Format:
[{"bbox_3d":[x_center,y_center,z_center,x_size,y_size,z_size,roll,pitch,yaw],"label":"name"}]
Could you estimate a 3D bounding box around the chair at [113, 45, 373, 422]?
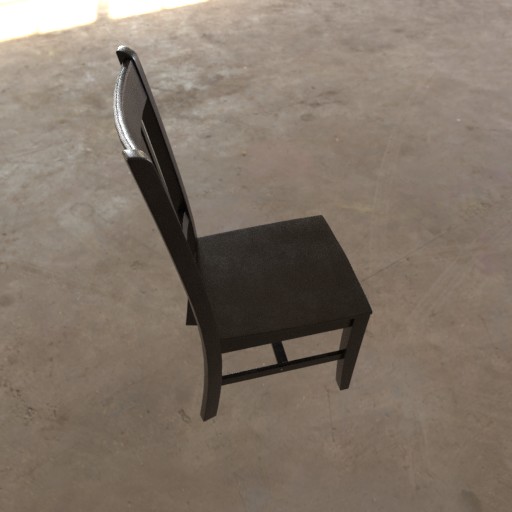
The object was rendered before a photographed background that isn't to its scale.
[{"bbox_3d":[0.000,0.000,1.217,0.555,0.998,0.450,-10,47,-9],"label":"chair"}]
